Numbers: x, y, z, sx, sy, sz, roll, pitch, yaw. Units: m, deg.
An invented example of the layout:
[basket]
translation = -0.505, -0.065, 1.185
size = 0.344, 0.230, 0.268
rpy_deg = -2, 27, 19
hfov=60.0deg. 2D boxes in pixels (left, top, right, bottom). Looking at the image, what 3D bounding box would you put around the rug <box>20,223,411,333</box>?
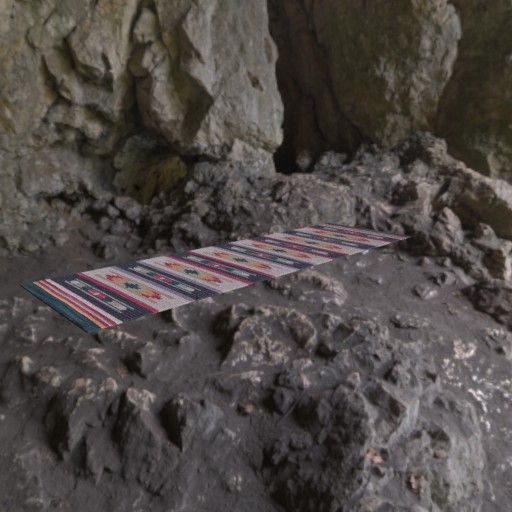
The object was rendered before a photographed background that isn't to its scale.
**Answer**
[rug]
translation = 0.000, 0.000, 2.699
size = 2.440, 0.009, 0.760
rpy_deg = -14, 20, -42
